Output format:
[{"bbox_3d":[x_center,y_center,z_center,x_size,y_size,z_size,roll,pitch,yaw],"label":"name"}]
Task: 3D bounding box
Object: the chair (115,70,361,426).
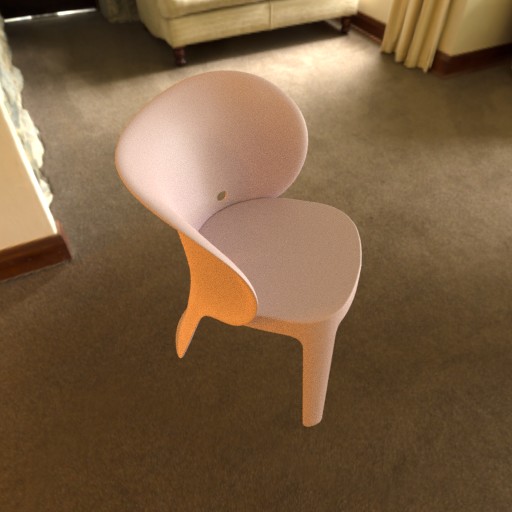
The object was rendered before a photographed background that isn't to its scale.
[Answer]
[{"bbox_3d":[0.000,0.000,0.868,0.402,0.554,0.451,10,47,10],"label":"chair"}]
